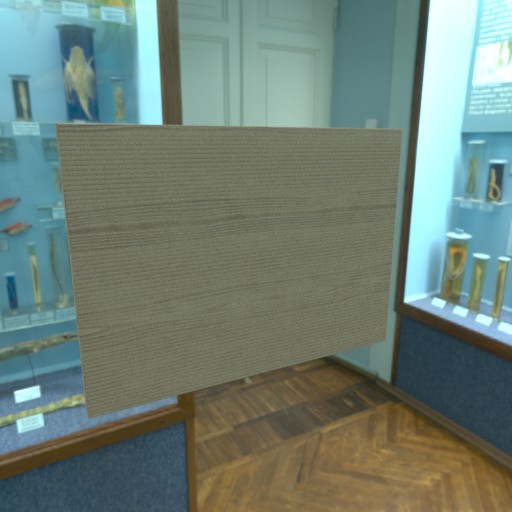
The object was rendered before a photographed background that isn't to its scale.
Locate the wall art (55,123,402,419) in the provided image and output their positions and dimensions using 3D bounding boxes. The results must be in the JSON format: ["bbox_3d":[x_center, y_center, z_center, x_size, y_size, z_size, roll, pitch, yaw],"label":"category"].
[{"bbox_3d":[0.000,0.000,1.088,0.841,0.609,0.063,-7,16,-26],"label":"wall art"}]
